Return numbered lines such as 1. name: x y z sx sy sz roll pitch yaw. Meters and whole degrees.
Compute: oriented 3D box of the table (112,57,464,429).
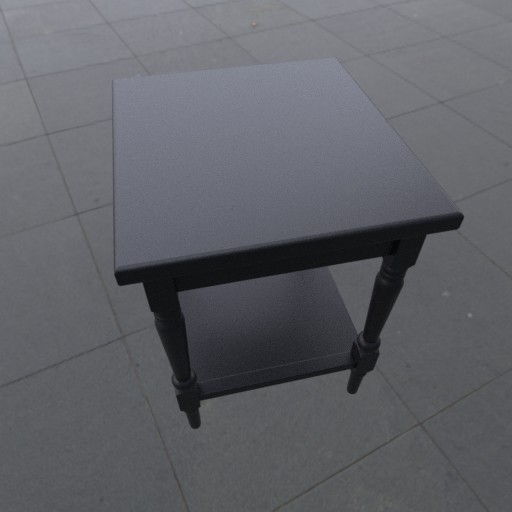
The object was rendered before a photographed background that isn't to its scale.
1. table: 0.000 0.000 0.903 0.442 0.565 0.488 -9 48 -9
